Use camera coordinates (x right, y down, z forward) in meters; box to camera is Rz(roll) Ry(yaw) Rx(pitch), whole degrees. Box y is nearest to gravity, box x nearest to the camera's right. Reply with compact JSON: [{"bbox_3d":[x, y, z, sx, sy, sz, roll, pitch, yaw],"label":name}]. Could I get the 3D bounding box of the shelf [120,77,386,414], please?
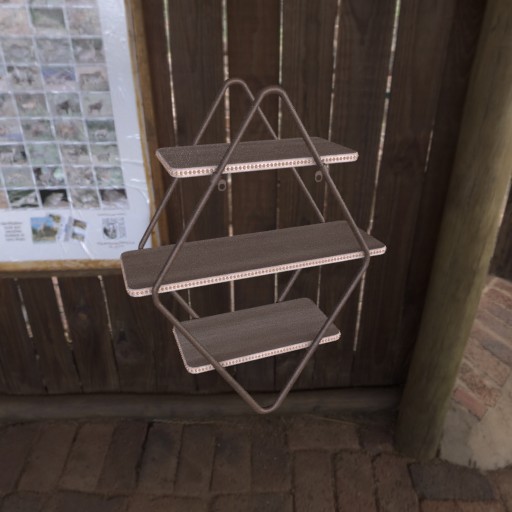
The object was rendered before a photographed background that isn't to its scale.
[{"bbox_3d":[0.000,0.000,1.048,0.609,0.774,0.234,-9,27,-18],"label":"shelf"}]
